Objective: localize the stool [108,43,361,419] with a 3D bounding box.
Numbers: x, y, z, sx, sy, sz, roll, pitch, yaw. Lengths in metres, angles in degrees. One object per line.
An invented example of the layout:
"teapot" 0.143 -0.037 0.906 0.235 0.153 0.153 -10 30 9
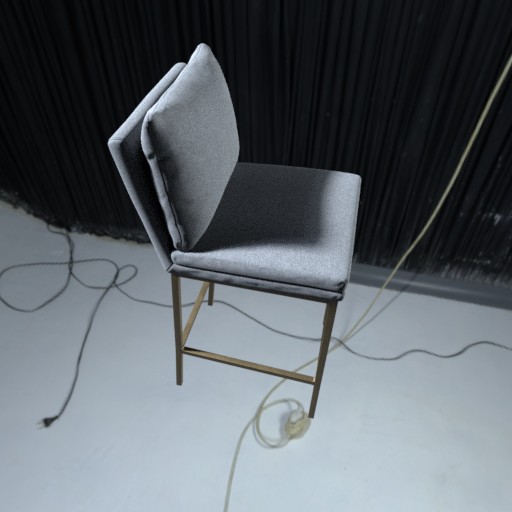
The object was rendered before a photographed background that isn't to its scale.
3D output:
"stool" 0.000 0.000 1.408 0.569 1.130 0.463 10 46 9
